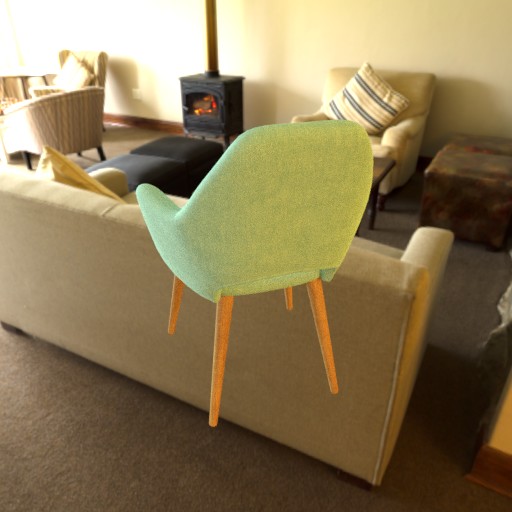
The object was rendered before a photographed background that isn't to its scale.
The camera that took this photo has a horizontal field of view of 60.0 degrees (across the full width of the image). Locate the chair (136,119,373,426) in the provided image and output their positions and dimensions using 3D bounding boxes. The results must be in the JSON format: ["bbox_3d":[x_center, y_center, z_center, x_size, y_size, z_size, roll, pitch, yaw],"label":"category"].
[{"bbox_3d":[0.000,0.000,1.229,0.590,0.840,0.610,-9,30,-16],"label":"chair"}]
